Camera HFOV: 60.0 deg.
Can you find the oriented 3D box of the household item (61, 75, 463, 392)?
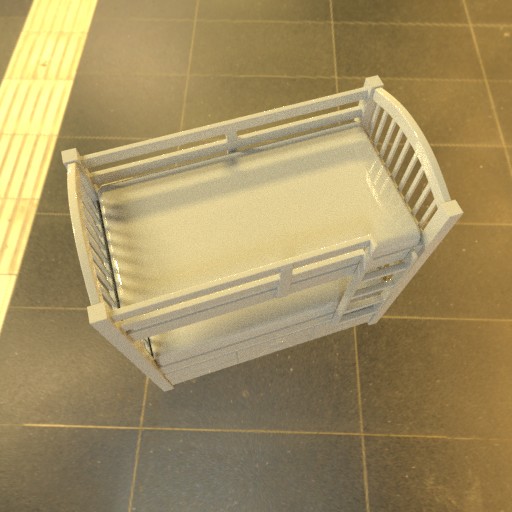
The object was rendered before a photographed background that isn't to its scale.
[{"bbox_3d":[0.000,0.000,3.321,2.032,2.032,1.143,-16,65,-8],"label":"household item"}]
